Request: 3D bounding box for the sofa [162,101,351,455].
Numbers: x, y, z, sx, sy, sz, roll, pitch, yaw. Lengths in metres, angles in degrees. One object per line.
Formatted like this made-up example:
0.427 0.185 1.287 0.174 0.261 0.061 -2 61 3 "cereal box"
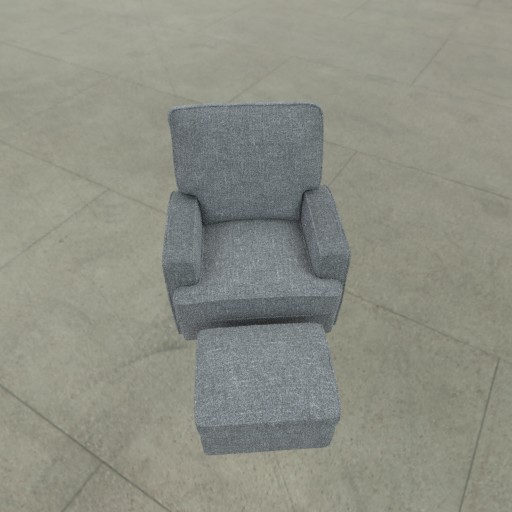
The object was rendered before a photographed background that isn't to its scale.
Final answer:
0.000 0.000 2.051 0.861 0.959 1.472 -3 46 -3 "sofa"
